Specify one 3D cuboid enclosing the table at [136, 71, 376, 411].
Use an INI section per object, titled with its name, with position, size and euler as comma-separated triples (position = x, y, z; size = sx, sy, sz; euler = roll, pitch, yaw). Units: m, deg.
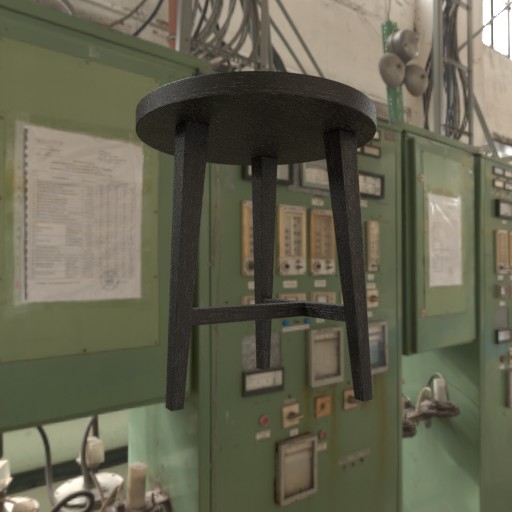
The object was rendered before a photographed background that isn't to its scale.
[table]
position = 0.000, 0.000, 0.755
size = 0.399, 0.460, 0.399
euler = 0, -1, 0
